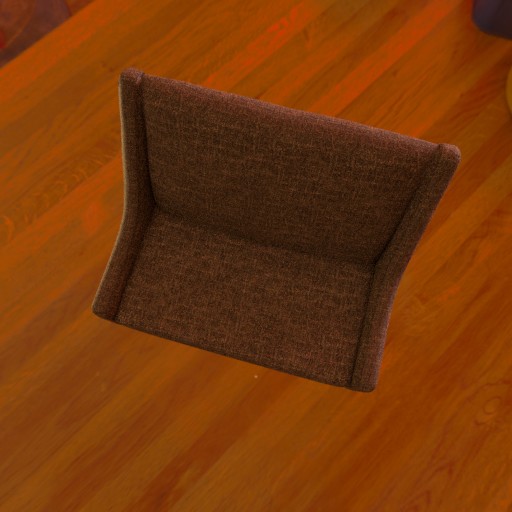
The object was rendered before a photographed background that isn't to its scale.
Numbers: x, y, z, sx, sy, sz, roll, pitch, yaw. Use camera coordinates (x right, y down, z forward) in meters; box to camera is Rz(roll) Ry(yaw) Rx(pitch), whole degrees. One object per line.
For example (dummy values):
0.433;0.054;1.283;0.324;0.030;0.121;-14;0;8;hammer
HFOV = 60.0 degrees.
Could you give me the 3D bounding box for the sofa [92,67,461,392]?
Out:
0.000;0.000;1.905;1.242;1.021;0.870;15;75;4;sofa
